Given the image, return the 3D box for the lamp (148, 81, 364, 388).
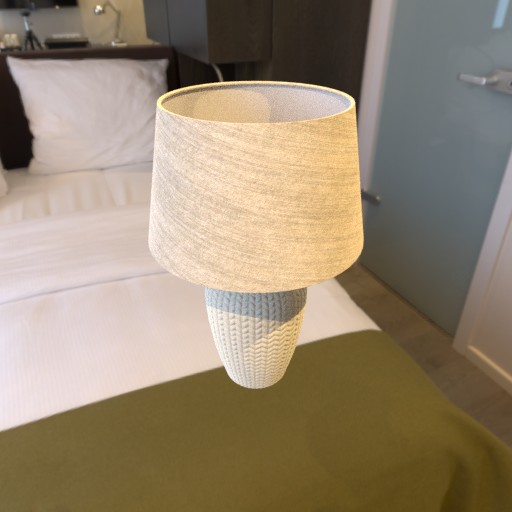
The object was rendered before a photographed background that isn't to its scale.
[{"bbox_3d":[0.000,0.000,0.848,0.390,0.580,0.390,0,31,0],"label":"lamp"}]
